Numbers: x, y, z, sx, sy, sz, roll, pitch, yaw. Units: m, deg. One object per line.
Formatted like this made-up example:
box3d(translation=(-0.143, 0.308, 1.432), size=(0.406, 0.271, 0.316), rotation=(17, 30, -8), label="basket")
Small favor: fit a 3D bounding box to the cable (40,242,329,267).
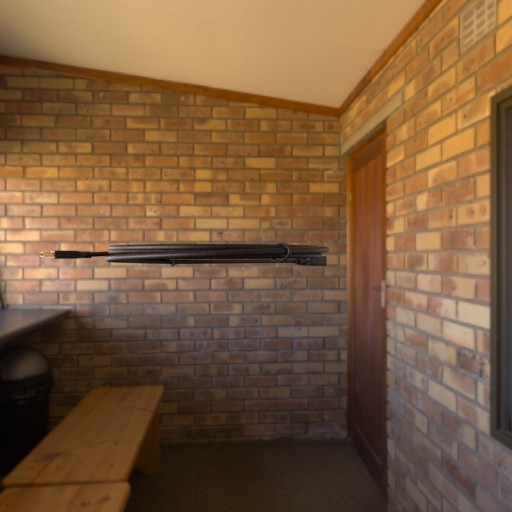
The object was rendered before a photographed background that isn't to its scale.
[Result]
box3d(translation=(0.000, 0.000, 0.520), size=(0.422, 0.030, 0.257), rotation=(0, 0, -37), label="cable")
